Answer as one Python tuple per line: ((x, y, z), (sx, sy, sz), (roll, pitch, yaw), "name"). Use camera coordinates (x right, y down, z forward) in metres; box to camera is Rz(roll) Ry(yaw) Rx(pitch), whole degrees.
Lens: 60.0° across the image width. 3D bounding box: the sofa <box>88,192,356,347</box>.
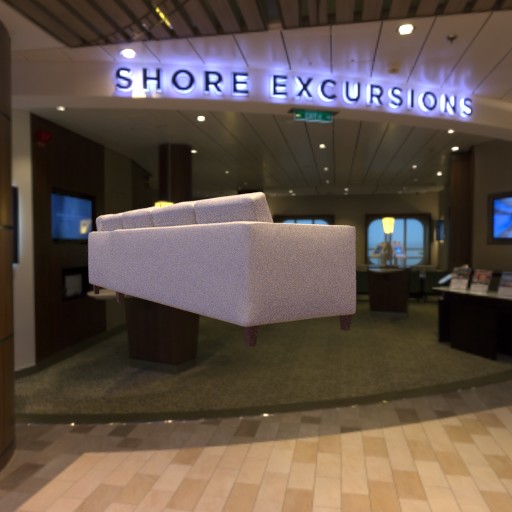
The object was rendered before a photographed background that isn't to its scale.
((0.000, 0.000, 4.566), (2.522, 0.934, 3.333), (-1, 2, -36), "sofa")
